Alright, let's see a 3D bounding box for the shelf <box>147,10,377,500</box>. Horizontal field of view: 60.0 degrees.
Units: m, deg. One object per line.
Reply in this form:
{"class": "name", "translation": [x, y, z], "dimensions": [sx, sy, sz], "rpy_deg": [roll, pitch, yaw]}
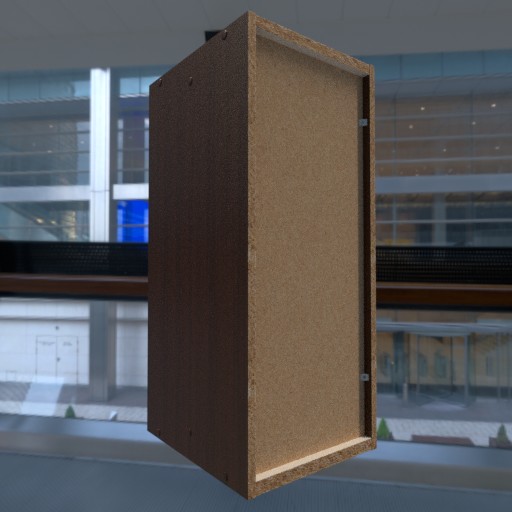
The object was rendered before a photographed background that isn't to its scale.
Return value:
{"class": "shelf", "translation": [0.000, 0.000, 0.733], "dimensions": [0.253, 0.600, 0.290], "rpy_deg": [1, -2, -38]}
